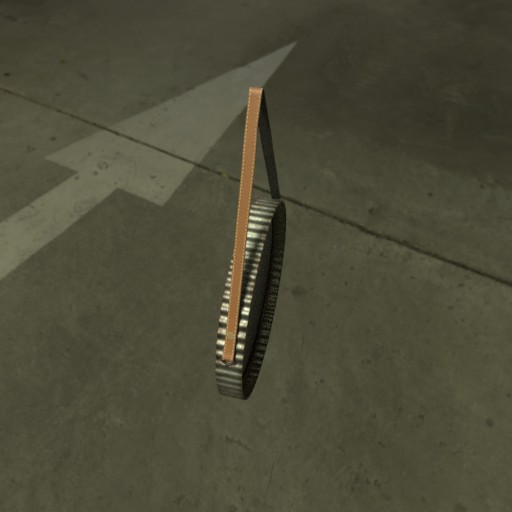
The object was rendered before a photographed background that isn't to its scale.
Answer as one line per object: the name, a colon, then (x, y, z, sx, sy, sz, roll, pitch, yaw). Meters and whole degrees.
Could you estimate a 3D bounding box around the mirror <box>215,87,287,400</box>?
mirror: (0.000, 0.000, 0.722, 0.042, 0.568, 0.355, 10, 47, 9)
